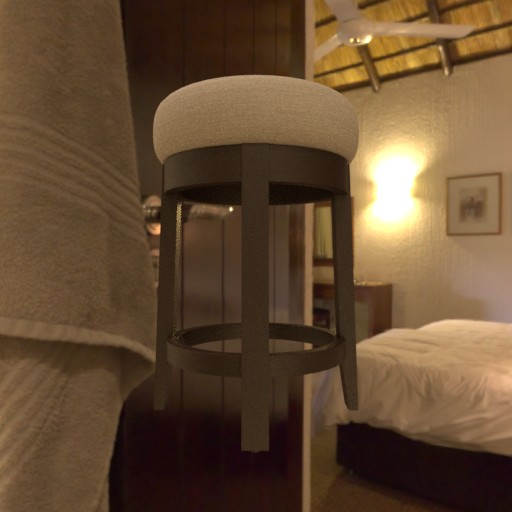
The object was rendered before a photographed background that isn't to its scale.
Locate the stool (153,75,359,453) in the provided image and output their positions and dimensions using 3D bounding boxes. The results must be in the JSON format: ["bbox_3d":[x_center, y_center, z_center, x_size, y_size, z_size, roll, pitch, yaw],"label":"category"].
[{"bbox_3d":[0.000,0.000,0.978,0.443,0.672,0.443,0,0,0],"label":"stool"}]
